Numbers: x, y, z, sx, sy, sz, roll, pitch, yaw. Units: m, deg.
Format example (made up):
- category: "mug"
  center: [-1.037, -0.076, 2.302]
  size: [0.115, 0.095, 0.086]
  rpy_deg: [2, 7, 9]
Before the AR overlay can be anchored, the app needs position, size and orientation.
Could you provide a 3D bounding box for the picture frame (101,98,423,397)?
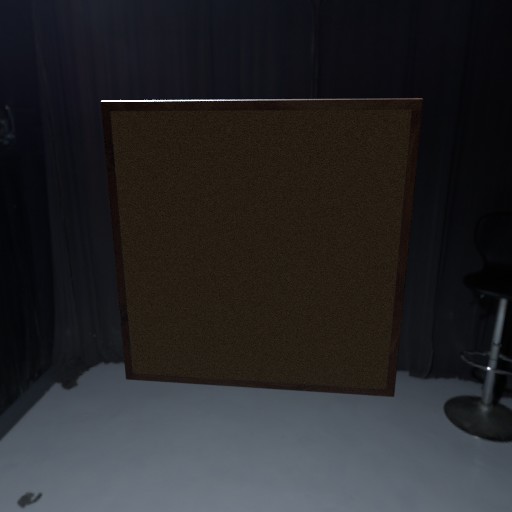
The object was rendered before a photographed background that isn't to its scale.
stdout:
- category: "picture frame"
  center: [0.000, 0.000, 1.230]
  size: [0.810, 0.817, 0.029]
  rpy_deg: [2, 16, 6]
